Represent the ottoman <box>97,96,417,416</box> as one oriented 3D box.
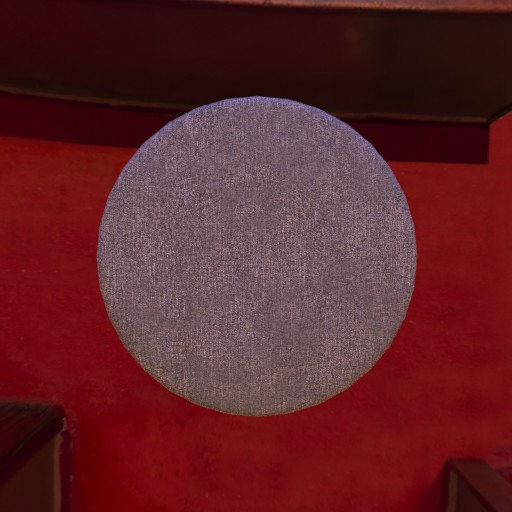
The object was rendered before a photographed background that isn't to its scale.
[{"bbox_3d":[0.000,0.000,0.871,0.500,0.419,0.500,0,90,-1],"label":"ottoman"}]
